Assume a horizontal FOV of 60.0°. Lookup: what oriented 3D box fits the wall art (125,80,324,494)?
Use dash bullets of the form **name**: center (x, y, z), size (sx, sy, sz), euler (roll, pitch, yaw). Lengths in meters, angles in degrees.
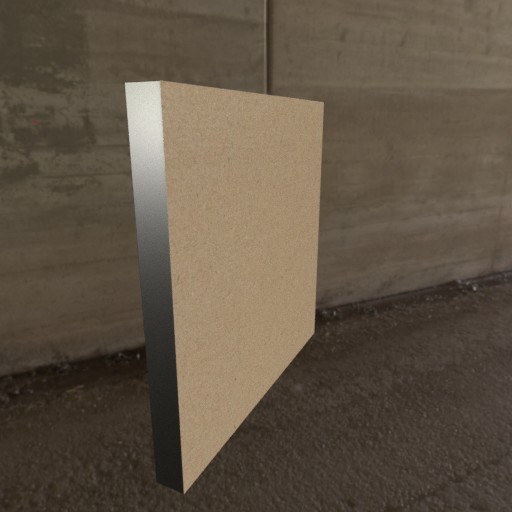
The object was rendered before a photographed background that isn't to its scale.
- **wall art**: center (0.000, 0.000, 0.466), size (0.029, 0.318, 0.327), euler (8, 18, 25)
